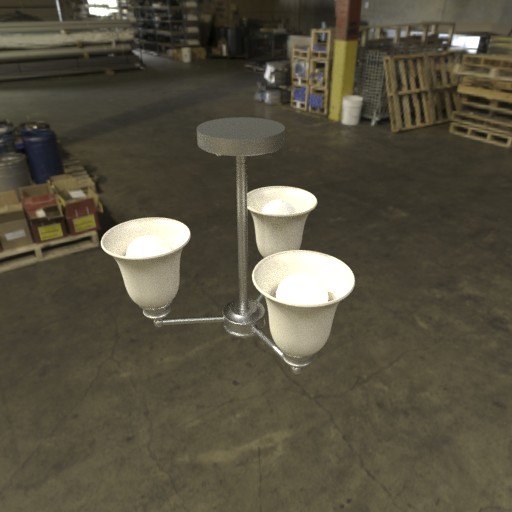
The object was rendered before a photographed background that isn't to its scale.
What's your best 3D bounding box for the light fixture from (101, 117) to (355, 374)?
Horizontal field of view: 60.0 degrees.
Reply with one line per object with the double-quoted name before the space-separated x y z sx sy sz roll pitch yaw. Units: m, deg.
"light fixture" 0.000 0.000 0.671 0.388 0.370 0.354 -19 35 -29
